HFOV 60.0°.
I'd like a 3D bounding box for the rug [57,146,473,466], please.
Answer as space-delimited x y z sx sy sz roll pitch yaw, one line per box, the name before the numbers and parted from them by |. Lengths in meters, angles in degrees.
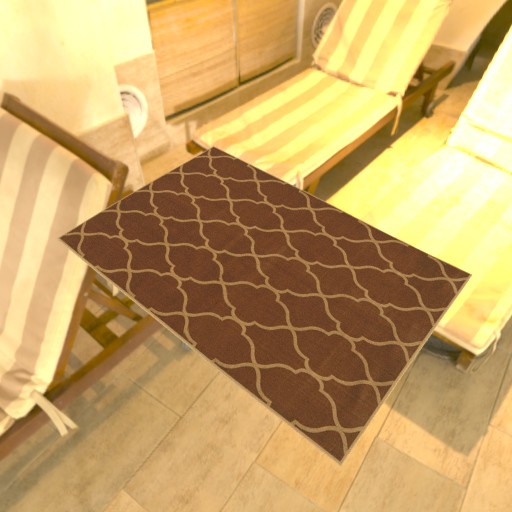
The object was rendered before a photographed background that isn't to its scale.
rug | 0.000 0.000 2.902 2.290 0.014 1.526 32 54 27
